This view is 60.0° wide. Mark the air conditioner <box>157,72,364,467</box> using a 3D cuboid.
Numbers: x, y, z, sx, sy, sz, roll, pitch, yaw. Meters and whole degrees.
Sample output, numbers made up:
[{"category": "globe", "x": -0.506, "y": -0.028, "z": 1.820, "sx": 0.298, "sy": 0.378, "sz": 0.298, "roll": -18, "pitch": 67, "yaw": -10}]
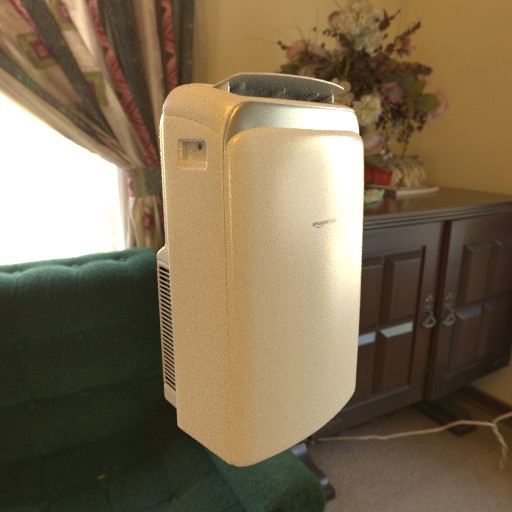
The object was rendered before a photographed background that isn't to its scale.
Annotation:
[{"category": "air conditioner", "x": 0.000, "y": 0.000, "z": 1.077, "sx": 0.414, "sy": 0.786, "sz": 0.449, "roll": 14, "pitch": 20, "yaw": 43}]
